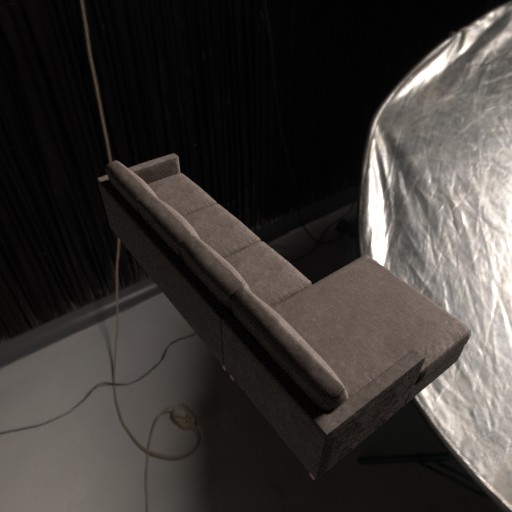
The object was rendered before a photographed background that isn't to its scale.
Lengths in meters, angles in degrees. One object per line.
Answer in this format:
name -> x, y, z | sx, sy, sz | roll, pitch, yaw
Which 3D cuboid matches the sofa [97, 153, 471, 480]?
sofa -> 0.000, 0.000, 4.096 | 1.606, 0.954, 3.471 | -26, 48, -27
